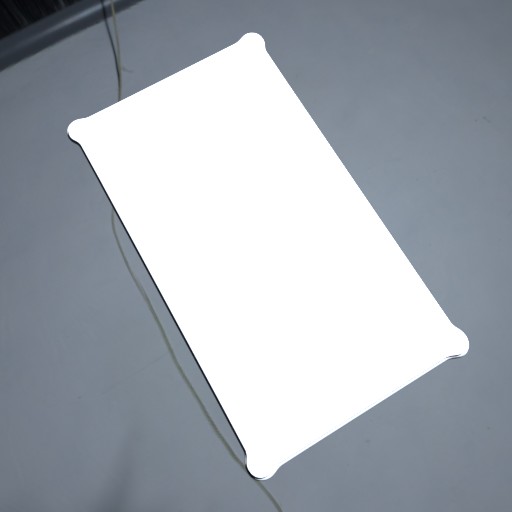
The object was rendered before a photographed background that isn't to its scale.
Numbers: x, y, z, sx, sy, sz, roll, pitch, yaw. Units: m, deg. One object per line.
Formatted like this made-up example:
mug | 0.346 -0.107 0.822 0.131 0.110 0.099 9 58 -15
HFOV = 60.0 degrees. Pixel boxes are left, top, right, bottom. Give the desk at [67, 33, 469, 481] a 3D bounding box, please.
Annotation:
desk | 0.000 0.000 1.862 0.807 0.762 1.380 -30 78 -7
